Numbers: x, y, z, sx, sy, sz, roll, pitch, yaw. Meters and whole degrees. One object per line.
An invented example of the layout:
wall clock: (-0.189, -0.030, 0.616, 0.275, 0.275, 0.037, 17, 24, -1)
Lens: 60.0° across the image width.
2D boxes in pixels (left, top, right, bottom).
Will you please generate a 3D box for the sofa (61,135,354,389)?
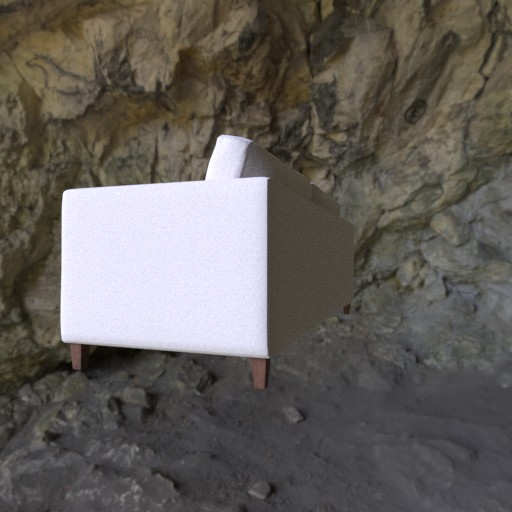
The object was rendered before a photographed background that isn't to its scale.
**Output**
sofa: (0.000, 0.000, 2.792, 0.951, 0.962, 2.361, 0, 0, 19)
